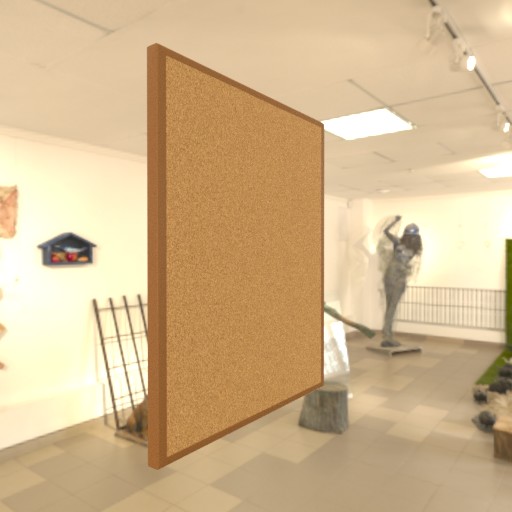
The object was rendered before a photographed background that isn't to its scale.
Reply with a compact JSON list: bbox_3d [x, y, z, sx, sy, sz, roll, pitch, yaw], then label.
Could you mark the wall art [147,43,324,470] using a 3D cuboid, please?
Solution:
[{"bbox_3d":[0.000,0.000,0.520,0.015,0.379,0.310,0,1,37],"label":"wall art"}]
